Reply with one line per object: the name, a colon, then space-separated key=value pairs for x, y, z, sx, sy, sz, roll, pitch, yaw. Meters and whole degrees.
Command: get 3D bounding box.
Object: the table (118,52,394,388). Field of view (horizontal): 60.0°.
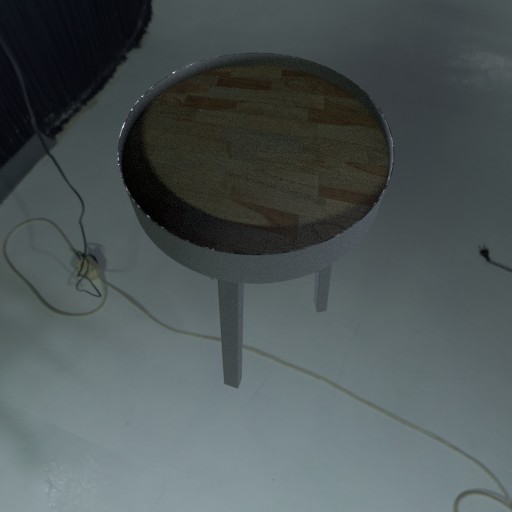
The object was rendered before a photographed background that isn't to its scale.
table: x=0.000 y=0.000 z=0.953 sx=0.406 sy=0.686 sz=0.406 roll=17 pitch=61 yaw=10
